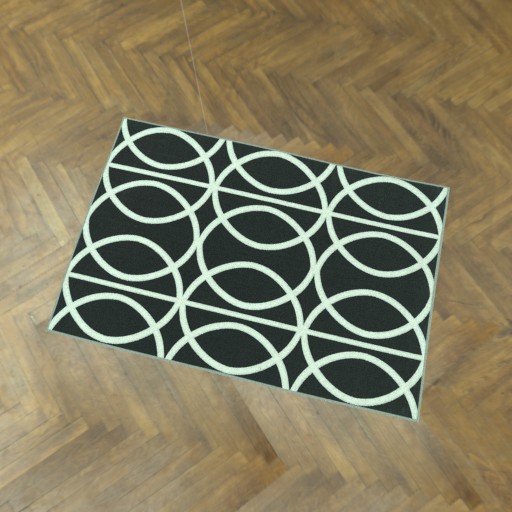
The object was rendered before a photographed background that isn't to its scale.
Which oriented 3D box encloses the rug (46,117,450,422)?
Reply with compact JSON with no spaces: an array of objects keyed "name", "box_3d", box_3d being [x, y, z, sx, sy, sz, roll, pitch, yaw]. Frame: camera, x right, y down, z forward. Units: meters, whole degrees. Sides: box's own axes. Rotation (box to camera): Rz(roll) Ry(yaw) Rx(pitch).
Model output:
[{"name":"rug","box_3d":[0.000,0.000,2.823,2.290,0.014,1.526,13,75,3]}]
